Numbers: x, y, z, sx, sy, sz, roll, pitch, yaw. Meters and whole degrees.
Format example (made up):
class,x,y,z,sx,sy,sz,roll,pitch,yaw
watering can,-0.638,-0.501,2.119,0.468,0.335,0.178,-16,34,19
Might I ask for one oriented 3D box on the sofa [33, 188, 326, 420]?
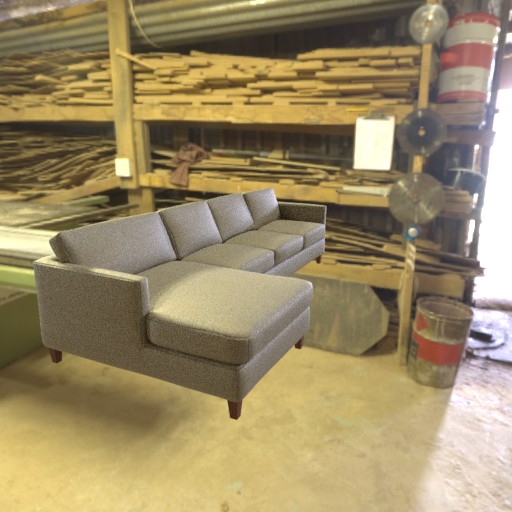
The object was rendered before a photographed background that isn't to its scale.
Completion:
class,x,y,z,sx,sy,sz,roll,pitch,yaw
sofa,0.000,0.000,3.793,1.502,0.876,3.201,7,16,26
